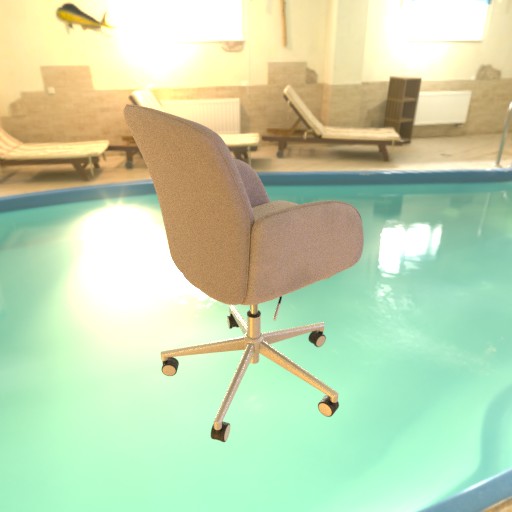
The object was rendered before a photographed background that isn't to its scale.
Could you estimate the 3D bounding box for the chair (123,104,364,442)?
[{"bbox_3d":[0.000,0.000,1.419,0.654,0.959,0.648,-17,31,-31],"label":"chair"}]
